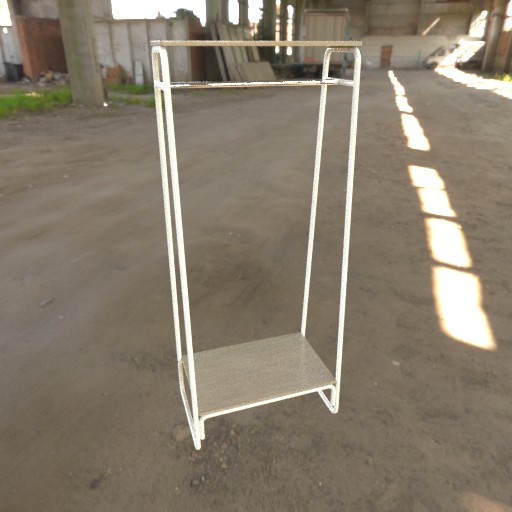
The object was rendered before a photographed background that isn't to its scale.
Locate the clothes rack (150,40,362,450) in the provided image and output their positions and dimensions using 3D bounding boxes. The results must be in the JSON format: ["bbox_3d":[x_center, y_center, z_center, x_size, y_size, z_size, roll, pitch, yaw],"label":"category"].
[{"bbox_3d":[0.000,0.000,1.734,0.640,1.512,0.400,-8,26,-17],"label":"clothes rack"}]
